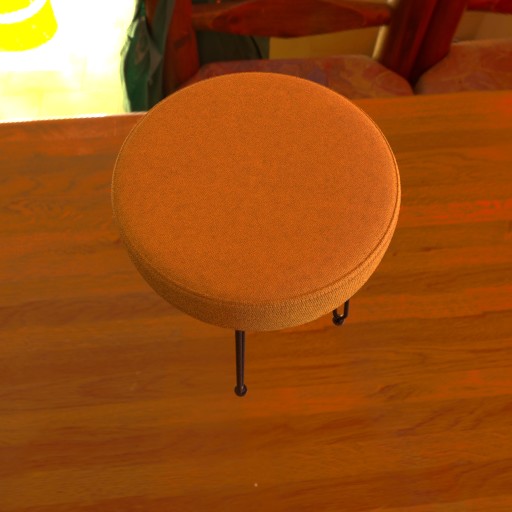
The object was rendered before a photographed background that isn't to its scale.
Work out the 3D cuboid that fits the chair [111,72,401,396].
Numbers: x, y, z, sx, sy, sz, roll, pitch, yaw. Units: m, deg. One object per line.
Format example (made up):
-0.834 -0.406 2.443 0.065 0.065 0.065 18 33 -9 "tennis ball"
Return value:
0.000 0.000 0.709 0.345 0.455 0.345 -32 67 -15 "chair"
